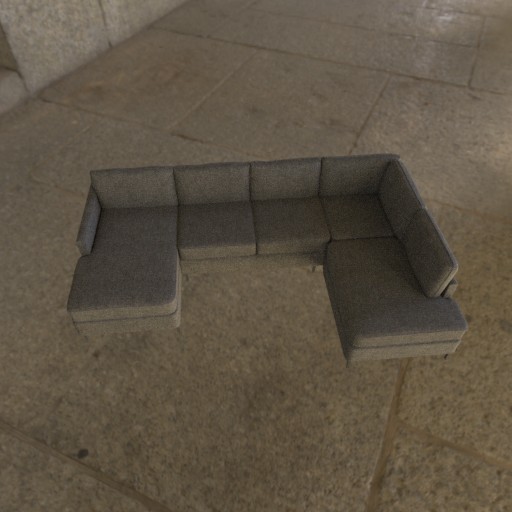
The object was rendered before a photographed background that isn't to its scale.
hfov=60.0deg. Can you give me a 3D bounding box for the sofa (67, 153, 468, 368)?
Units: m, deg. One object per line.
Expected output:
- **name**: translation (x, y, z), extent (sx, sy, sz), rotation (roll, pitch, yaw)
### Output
- **sofa**: translation (0.000, 0.000, 4.308), extent (3.423, 0.999, 2.048), rotation (-4, 48, -4)
